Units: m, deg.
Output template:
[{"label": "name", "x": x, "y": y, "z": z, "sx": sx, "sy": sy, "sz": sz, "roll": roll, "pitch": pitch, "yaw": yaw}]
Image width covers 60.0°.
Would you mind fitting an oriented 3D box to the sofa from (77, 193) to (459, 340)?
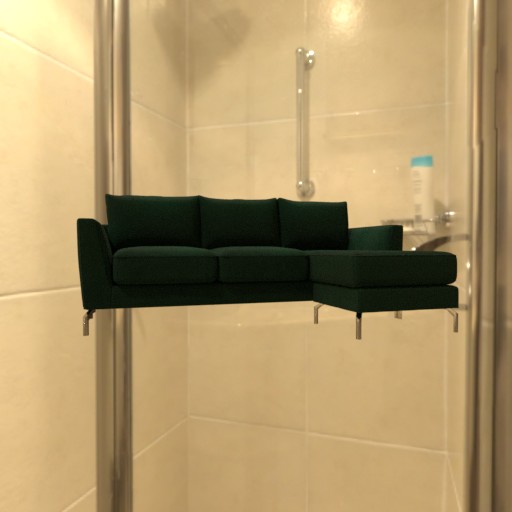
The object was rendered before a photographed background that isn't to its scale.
[{"label": "sofa", "x": 0.000, "y": 0.000, "z": 3.262, "sx": 2.441, "sy": 1.007, "sz": 1.489, "roll": 0, "pitch": 1, "yaw": -18}]
